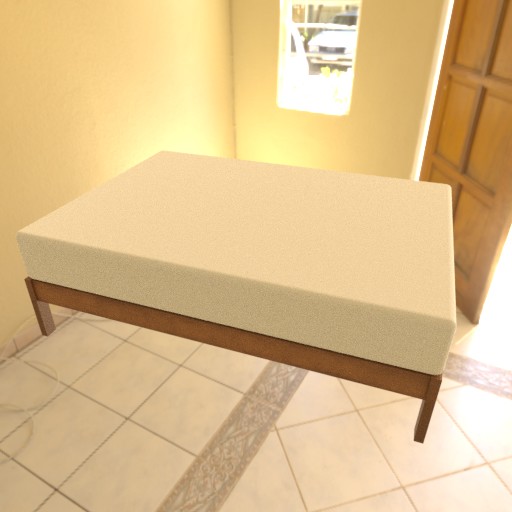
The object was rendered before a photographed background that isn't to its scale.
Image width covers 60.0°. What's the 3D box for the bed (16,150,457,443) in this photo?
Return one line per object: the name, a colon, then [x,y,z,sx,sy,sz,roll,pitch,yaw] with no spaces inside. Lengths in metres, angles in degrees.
bed: [0.000,0.000,2.458,1.927,0.616,1.348,11,32,17]
